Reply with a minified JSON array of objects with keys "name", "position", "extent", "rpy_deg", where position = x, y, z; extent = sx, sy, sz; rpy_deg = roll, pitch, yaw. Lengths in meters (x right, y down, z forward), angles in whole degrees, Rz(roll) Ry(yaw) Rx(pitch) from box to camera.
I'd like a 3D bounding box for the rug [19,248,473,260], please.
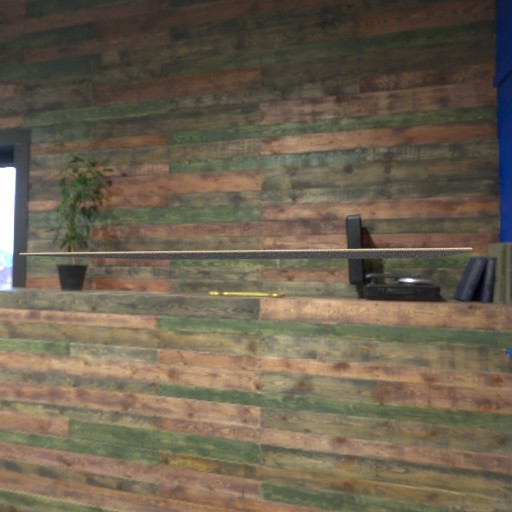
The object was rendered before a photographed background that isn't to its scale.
[{"name":"rug","position":[0.000,0.000,2.828],"extent":[2.294,0.014,1.528],"rpy_deg":[0,-1,18]}]
